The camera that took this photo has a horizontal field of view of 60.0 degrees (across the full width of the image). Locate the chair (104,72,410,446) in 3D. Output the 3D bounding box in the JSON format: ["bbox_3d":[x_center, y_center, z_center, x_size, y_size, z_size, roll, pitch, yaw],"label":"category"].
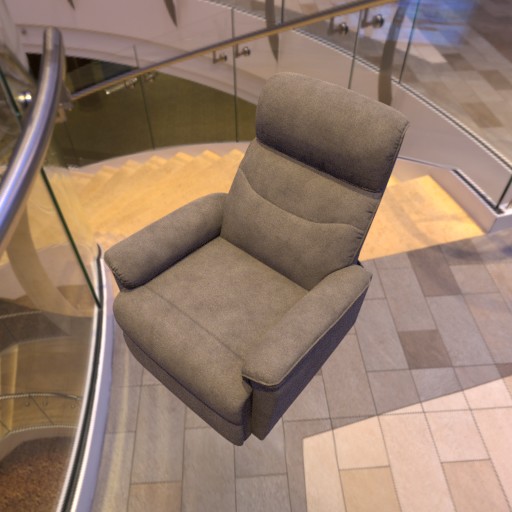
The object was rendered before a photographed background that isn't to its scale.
[{"bbox_3d":[0.000,0.000,1.713,0.830,1.036,1.009,32,54,26],"label":"chair"}]
